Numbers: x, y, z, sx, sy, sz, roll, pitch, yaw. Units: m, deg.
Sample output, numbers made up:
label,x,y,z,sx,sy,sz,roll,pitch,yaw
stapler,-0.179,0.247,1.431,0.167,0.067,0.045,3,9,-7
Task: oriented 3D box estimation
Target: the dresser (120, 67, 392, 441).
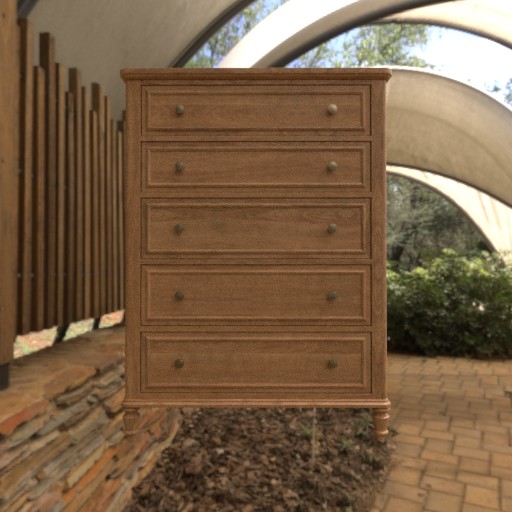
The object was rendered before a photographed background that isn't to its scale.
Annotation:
label,x,y,z,sx,sy,sz,roll,pitch,yaw
dresser,0.000,0.000,1.793,0.973,1.318,0.484,0,0,0
